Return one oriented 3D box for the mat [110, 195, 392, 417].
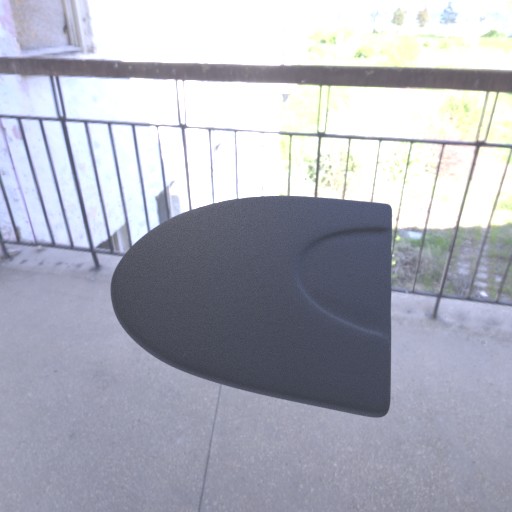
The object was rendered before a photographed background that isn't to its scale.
[{"bbox_3d":[0.000,0.000,1.550,0.917,0.016,1.220,8,30,13],"label":"mat"}]
